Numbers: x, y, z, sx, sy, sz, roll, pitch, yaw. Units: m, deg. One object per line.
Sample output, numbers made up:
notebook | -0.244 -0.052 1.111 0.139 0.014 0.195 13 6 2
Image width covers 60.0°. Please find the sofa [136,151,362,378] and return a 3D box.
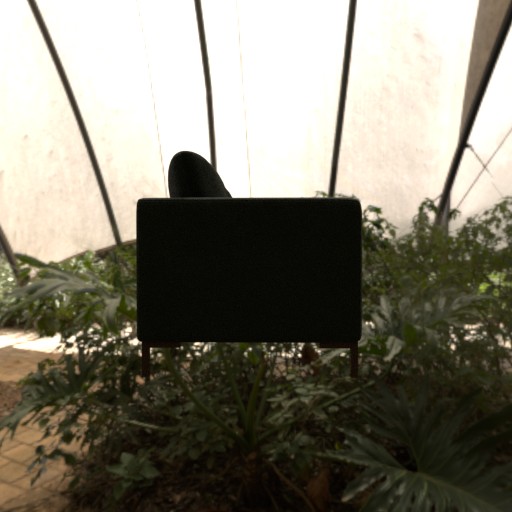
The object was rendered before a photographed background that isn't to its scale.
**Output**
sofa | 0.000 0.000 2.729 0.859 0.870 2.218 0 1 1
